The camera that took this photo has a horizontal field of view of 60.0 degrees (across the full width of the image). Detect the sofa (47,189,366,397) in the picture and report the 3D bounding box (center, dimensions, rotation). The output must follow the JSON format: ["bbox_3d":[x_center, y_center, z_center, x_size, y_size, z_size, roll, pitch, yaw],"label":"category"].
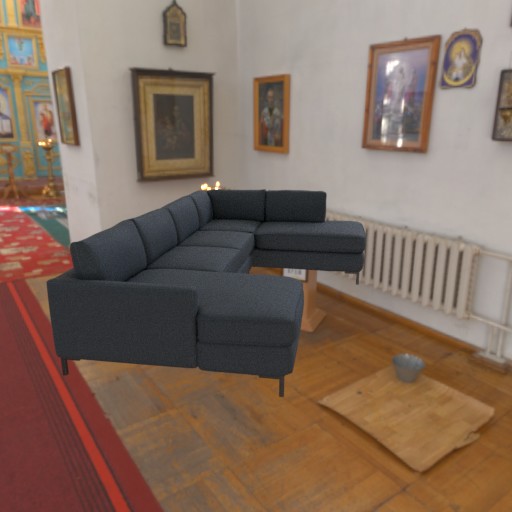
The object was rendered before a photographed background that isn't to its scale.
[{"bbox_3d":[0.000,0.000,3.850,1.984,0.858,2.975,3,15,9],"label":"sofa"}]
